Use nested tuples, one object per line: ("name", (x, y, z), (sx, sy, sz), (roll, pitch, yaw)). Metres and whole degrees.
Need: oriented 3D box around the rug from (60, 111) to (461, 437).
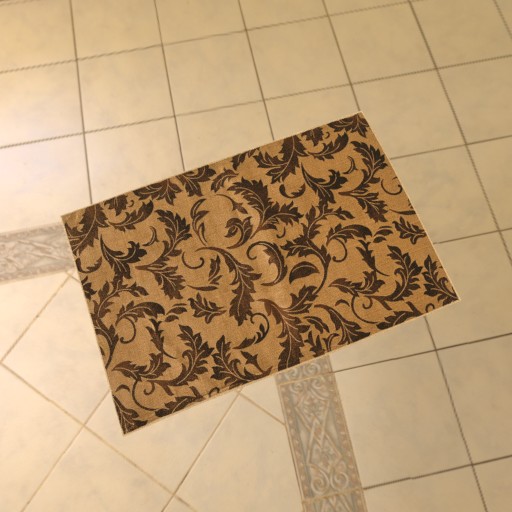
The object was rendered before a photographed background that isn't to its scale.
("rug", (0.000, 0.000, 2.944), (2.284, 0.008, 1.522), (-21, 75, -6))
